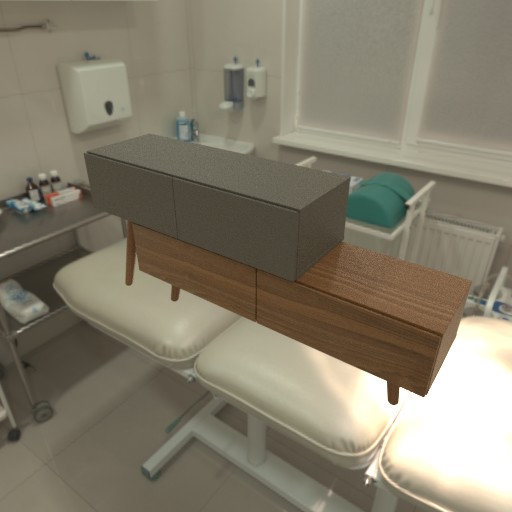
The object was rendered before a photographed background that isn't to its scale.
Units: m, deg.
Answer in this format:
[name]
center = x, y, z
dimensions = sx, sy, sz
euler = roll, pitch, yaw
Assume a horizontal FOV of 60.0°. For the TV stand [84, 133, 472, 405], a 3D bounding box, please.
[TV stand]
center = 0.000, 0.000, 1.558
dimensions = 1.336, 0.591, 0.329
euler = 20, 35, 30
